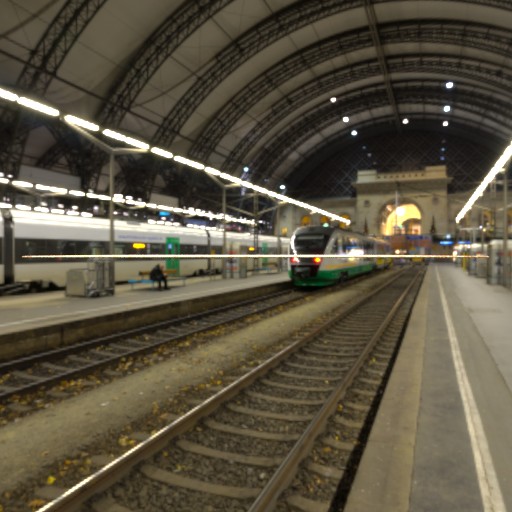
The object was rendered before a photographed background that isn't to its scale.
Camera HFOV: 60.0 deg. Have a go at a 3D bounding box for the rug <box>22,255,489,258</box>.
[{"bbox_3d":[0.000,0.000,4.107,3.050,0.011,2.441,0,0,0],"label":"rug"}]
